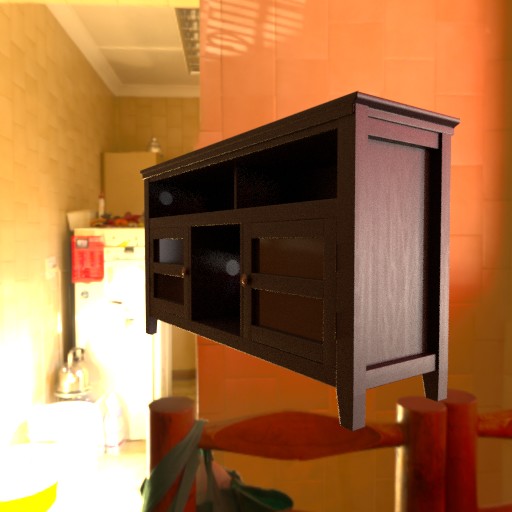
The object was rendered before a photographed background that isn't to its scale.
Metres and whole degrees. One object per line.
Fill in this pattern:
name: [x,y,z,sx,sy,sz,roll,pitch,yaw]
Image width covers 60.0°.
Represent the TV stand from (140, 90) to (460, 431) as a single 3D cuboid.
TV stand: [0.000,0.000,1.452,0.347,0.681,1.198,-1,2,-35]
